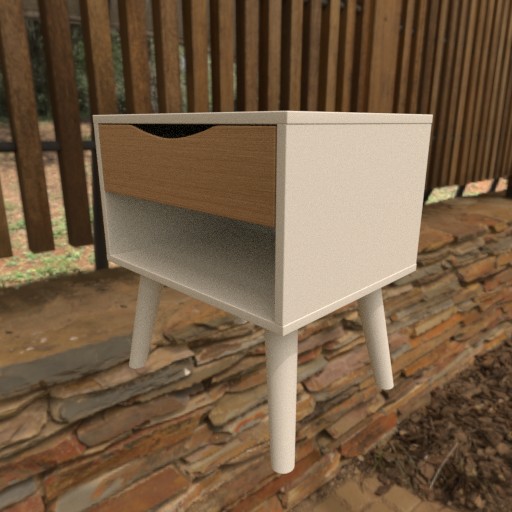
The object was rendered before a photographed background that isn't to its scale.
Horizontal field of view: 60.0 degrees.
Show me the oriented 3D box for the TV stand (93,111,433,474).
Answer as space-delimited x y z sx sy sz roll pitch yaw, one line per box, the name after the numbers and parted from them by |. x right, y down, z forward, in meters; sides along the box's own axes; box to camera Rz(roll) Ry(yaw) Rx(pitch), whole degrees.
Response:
0.000 0.000 0.922 0.508 0.559 0.405 16 23 42 | TV stand
